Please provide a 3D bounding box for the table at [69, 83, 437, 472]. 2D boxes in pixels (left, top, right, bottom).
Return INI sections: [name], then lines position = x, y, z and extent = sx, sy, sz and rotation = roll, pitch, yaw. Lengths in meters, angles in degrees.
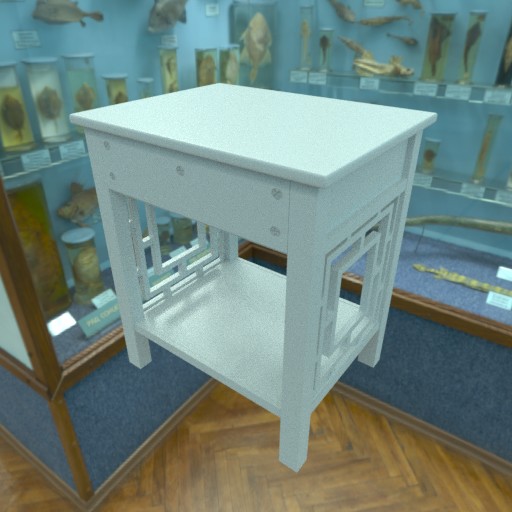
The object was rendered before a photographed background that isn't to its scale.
[table]
position = 0.000, 0.000, 1.025
extent = 0.564, 0.646, 0.451
rotation = 21, 37, 31
